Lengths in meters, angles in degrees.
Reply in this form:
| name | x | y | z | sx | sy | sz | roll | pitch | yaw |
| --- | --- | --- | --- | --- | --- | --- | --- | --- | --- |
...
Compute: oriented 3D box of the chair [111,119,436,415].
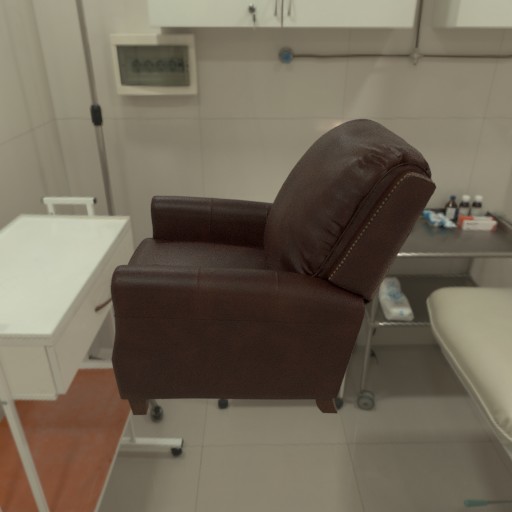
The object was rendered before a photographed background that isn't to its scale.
| name | x | y | z | sx | sy | sz | roll | pitch | yaw |
| --- | --- | --- | --- | --- | --- | --- | --- | --- | --- |
| chair | 0.000 | 0.000 | 1.799 | 1.089 | 1.022 | 0.826 | -1 | 27 | -1 |
